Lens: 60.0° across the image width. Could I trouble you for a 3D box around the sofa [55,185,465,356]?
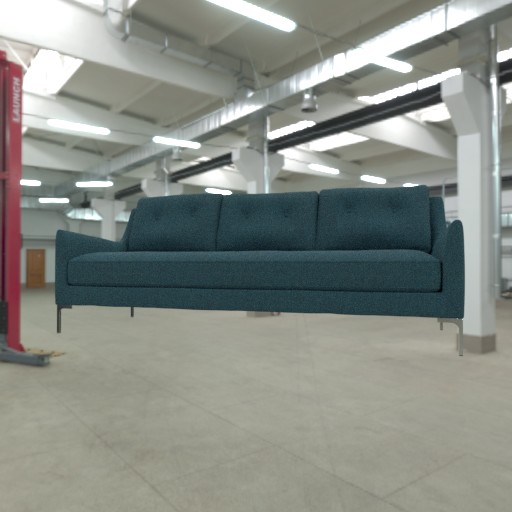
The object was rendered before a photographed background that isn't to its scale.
[{"bbox_3d":[0.000,0.000,2.500,2.060,0.837,0.849,0,-1,17],"label":"sofa"}]
